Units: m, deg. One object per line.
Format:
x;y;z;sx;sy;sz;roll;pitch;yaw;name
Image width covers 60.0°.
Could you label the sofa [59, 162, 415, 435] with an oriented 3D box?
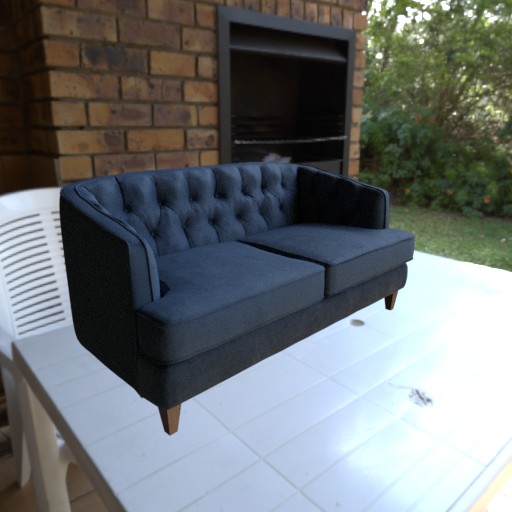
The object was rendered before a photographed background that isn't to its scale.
0.000;0.000;2.268;1.733;0.854;0.941;-16;23;-43;sofa
